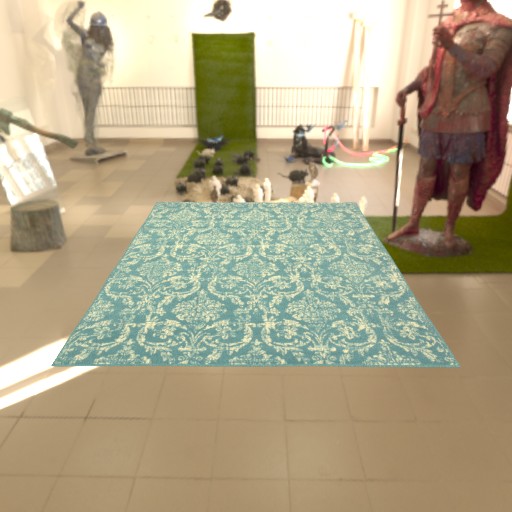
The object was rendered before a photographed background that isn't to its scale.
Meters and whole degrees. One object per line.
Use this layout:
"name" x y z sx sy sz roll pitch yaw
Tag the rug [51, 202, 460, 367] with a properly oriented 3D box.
"rug" 0.000 0.000 3.899 2.363 0.012 2.980 0 25 0
